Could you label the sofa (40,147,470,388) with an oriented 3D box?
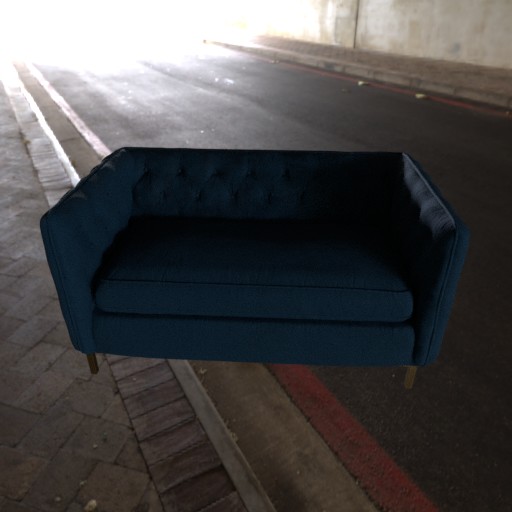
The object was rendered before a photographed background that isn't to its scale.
[{"bbox_3d":[0.000,0.000,2.114,1.583,0.810,0.909,2,30,3],"label":"sofa"}]
